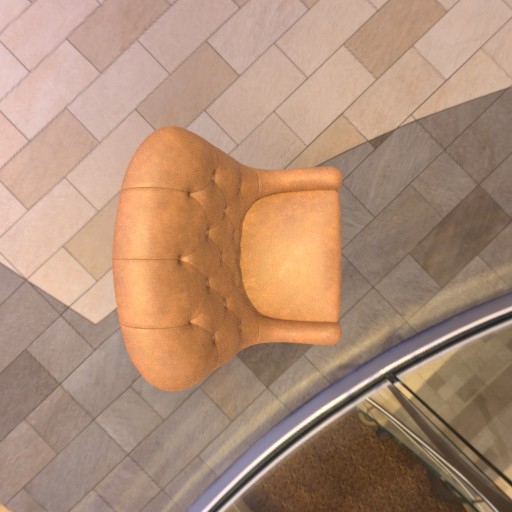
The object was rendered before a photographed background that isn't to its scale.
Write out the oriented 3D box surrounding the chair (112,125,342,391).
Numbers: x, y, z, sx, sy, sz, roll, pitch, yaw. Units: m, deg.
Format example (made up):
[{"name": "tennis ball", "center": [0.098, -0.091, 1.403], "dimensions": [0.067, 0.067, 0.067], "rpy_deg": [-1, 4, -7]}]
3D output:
[{"name": "chair", "center": [0.000, 0.000, 1.485], "dimensions": [0.629, 1.091, 0.634], "rpy_deg": [0, 91, 0]}]
